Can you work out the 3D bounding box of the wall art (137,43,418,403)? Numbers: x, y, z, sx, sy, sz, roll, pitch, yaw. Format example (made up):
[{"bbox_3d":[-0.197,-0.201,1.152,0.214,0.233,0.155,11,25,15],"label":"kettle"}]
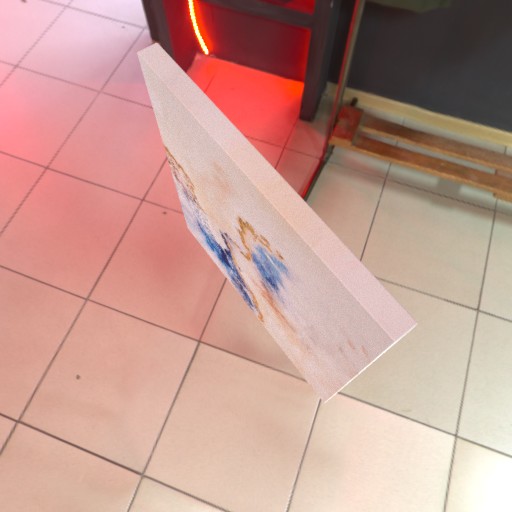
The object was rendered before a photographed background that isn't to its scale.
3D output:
[{"bbox_3d":[0.000,0.000,1.592,0.071,1.061,1.061,-34,70,-15],"label":"wall art"}]
